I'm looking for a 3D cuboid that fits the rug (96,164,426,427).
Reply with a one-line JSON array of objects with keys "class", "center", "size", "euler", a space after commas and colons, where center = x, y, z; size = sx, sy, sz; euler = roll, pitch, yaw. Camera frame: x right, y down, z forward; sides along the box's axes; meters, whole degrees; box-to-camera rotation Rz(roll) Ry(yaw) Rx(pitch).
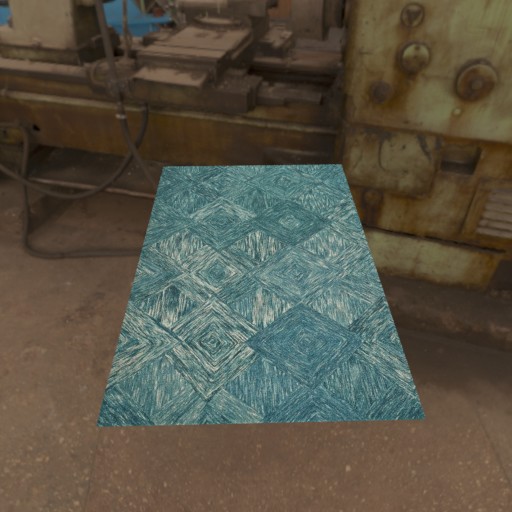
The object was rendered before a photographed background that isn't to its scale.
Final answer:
[{"class": "rug", "center": [0.000, 0.000, 2.854], "size": [1.490, 0.015, 2.277], "euler": [-1, 41, -1]}]
